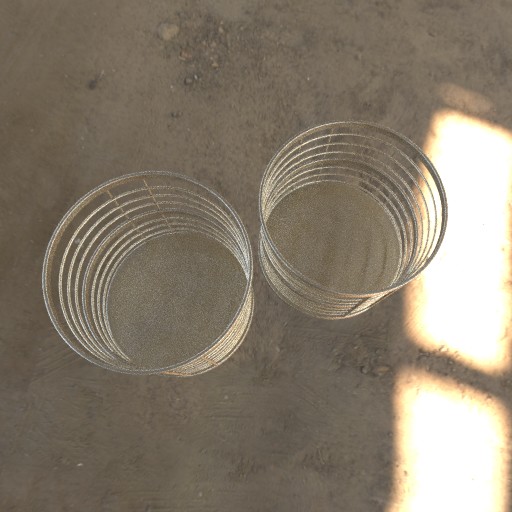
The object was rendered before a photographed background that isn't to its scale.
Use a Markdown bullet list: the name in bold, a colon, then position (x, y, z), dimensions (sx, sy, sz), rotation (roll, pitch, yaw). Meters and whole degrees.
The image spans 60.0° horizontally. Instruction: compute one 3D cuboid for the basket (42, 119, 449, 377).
- **basket**: position (0.000, 0.000, 0.937), dimensions (0.746, 0.351, 0.356), rotation (-20, 75, -6)
